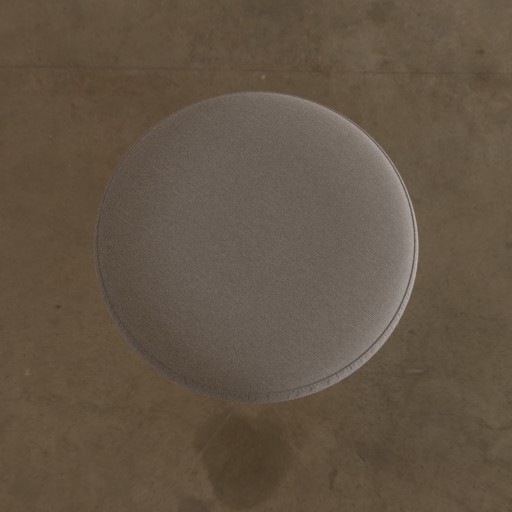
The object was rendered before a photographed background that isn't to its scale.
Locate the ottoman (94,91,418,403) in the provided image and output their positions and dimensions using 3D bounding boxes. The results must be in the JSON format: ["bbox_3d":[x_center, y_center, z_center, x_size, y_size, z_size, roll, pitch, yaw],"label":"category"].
[{"bbox_3d":[0.000,0.000,0.982,0.608,0.433,0.608,0,74,0],"label":"ottoman"}]
